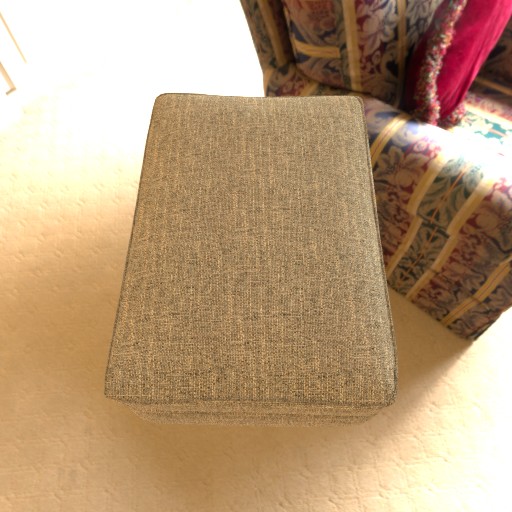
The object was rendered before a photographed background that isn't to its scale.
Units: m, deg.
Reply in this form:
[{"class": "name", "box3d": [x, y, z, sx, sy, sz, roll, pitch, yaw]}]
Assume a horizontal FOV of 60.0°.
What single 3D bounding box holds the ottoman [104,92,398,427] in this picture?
[{"class": "ottoman", "box3d": [0.000, 0.000, 0.966, 0.508, 0.406, 0.686, 1, 62, 1]}]
